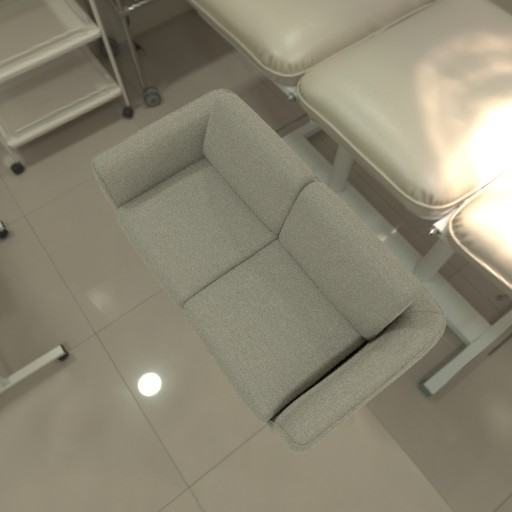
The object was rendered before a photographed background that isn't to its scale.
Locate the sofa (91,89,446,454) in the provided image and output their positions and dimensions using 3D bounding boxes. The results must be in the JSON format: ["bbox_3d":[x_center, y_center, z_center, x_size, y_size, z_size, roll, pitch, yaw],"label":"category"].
[{"bbox_3d":[0.000,0.000,2.202,0.920,0.850,1.700,-34,69,-15],"label":"sofa"}]
